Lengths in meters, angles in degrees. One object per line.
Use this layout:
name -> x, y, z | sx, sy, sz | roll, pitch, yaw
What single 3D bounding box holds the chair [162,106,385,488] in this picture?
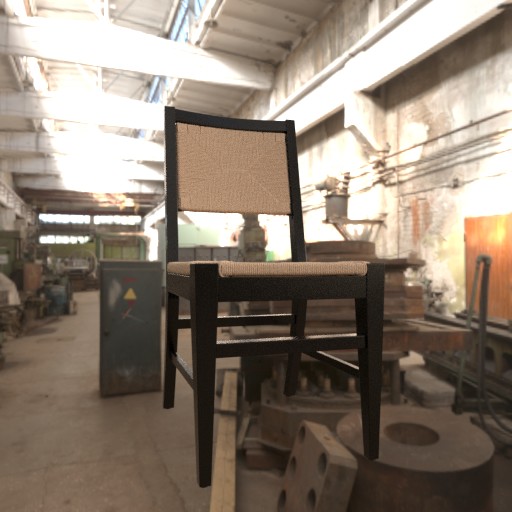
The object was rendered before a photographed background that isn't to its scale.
chair -> 0.000, 0.000, 1.190 | 0.437, 0.927, 0.552 | 0, -1, -18
